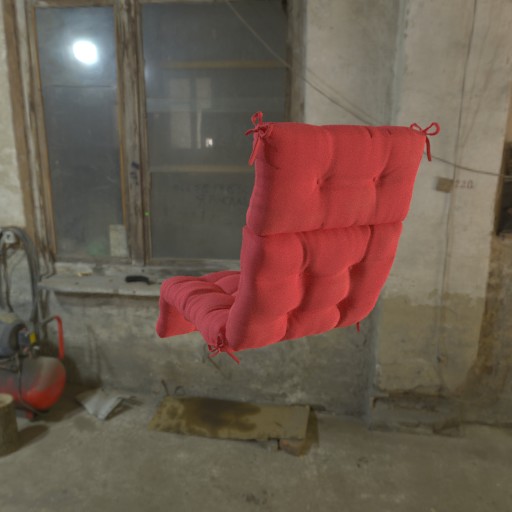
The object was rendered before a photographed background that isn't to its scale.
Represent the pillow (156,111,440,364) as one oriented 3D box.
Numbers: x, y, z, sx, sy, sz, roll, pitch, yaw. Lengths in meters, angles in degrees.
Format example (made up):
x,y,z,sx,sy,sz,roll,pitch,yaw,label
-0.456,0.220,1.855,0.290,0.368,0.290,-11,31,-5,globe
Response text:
x,y,z,sx,sy,sz,roll,pitch,yaw,label
0.000,0.000,1.510,0.526,0.863,1.016,-7,15,-27,pillow
